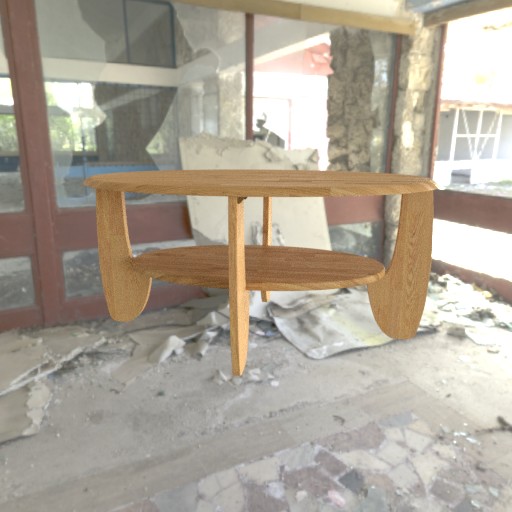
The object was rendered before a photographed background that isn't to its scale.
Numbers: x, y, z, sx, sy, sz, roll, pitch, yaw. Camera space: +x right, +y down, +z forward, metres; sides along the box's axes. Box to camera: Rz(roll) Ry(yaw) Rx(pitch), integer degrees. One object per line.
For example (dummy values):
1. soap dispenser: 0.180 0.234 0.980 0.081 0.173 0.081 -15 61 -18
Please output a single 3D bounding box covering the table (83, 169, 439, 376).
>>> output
1. table: 0.000 0.000 1.381 1.040 0.490 0.690 2 15 8
